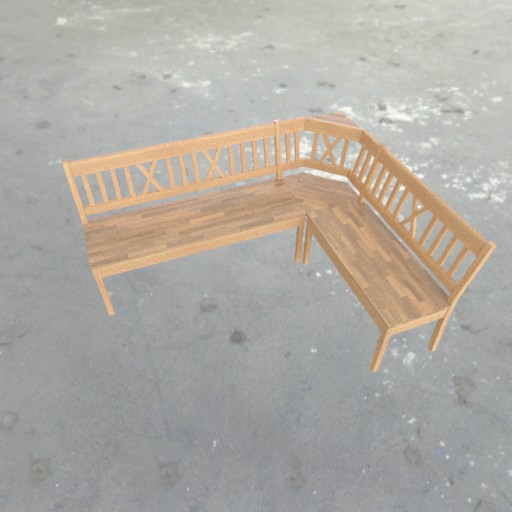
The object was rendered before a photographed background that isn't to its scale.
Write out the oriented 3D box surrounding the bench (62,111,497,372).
[{"bbox_3d":[0.000,0.000,2.749,1.937,0.902,1.537,-15,47,-15],"label":"bench"}]
